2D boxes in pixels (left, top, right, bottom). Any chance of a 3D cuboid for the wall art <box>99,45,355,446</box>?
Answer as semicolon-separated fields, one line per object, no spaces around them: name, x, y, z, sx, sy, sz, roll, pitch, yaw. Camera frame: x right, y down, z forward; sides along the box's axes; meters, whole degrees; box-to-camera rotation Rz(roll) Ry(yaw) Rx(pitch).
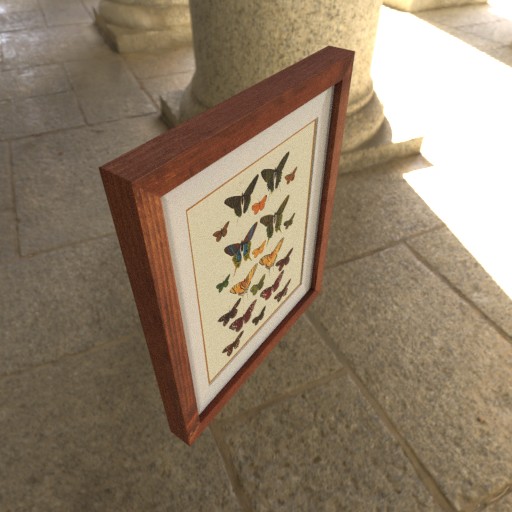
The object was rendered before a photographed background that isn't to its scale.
wall art;0.000;0.000;0.612;0.039;0.449;0.377;26;48;26
